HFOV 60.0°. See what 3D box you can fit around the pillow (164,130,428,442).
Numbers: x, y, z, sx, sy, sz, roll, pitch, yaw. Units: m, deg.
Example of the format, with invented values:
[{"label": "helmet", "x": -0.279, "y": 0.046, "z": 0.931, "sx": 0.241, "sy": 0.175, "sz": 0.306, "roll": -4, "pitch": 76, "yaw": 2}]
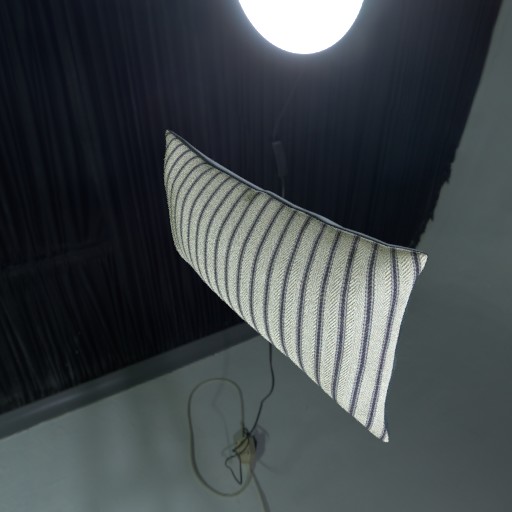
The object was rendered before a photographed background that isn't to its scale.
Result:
[{"label": "pillow", "x": 0.000, "y": 0.000, "z": 0.734, "sx": 0.151, "sy": 0.305, "sz": 0.609, "roll": -20, "pitch": 36, "yaw": -29}]
